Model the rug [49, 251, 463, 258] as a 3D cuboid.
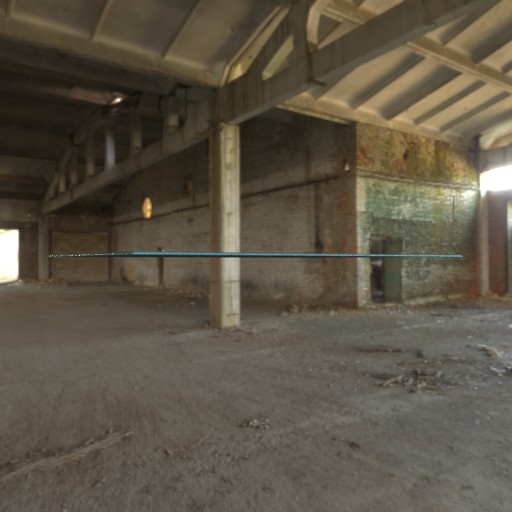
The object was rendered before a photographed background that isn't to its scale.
[{"bbox_3d":[0.000,0.000,2.883,2.205,0.012,1.554,0,-1,-35],"label":"rug"}]
